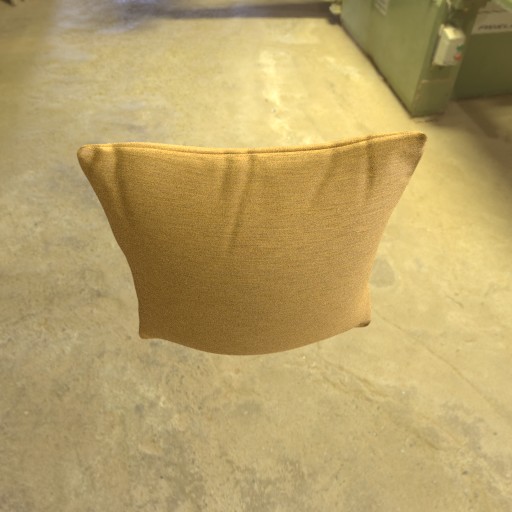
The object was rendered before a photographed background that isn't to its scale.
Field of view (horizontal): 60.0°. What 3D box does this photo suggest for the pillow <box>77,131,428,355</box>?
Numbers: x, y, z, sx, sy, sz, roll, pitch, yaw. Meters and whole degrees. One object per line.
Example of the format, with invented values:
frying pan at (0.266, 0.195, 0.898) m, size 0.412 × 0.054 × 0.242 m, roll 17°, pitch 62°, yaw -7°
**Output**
pillow at (0.000, 0.000, 0.690) m, size 0.435 × 0.417 × 0.247 m, roll -3°, pitch 47°, yaw -3°
